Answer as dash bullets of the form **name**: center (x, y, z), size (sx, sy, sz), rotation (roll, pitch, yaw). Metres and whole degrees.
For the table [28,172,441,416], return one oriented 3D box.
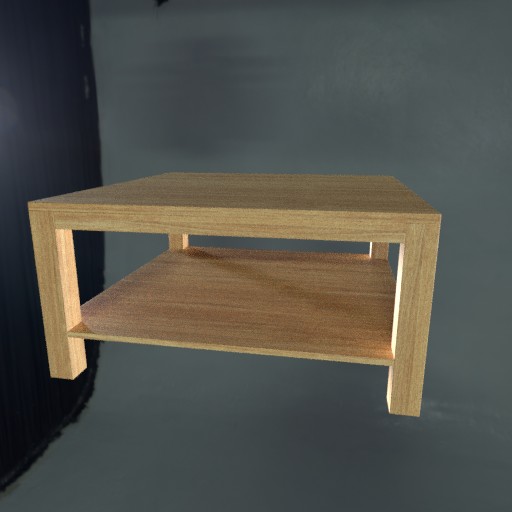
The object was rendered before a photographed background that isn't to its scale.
- **table**: center (0.000, 0.000, 1.423), size (0.900, 0.450, 0.900), rotation (3, 15, 10)
